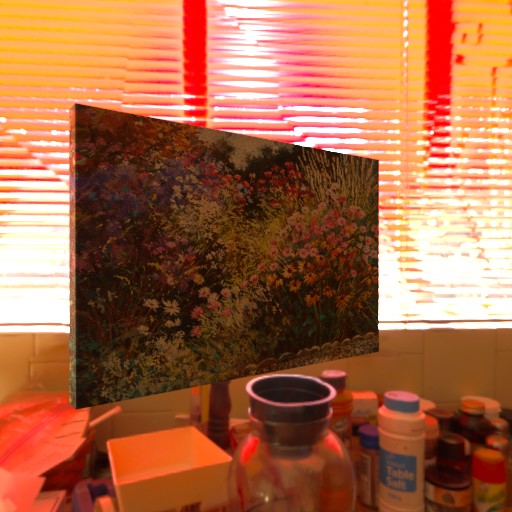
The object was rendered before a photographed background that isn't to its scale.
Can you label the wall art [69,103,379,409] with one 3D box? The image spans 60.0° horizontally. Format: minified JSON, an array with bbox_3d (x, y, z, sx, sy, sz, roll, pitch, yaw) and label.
[{"bbox_3d":[0.000,0.000,0.777,0.610,0.406,0.037,0,0,-35],"label":"wall art"}]
